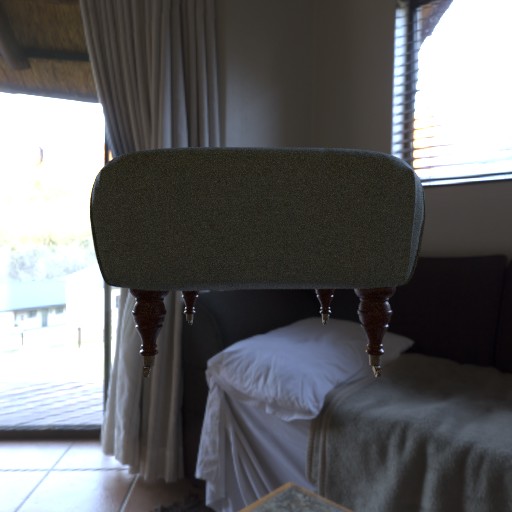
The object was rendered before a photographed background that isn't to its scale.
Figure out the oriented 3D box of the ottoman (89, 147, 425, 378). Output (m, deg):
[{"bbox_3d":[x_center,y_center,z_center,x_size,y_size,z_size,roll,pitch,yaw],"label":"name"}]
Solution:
[{"bbox_3d":[0.000,0.000,1.126,0.622,0.450,0.747,0,0,-1],"label":"ottoman"}]
